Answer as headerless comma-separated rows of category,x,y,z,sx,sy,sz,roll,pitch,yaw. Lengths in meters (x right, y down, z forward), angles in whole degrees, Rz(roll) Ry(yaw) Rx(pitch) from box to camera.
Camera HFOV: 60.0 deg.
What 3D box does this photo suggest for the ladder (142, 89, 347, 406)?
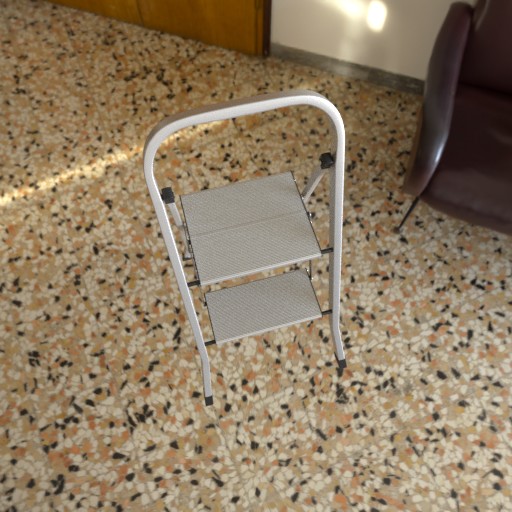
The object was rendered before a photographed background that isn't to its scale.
ladder,0.000,0.000,1.141,0.465,0.830,0.530,-14,65,-7
